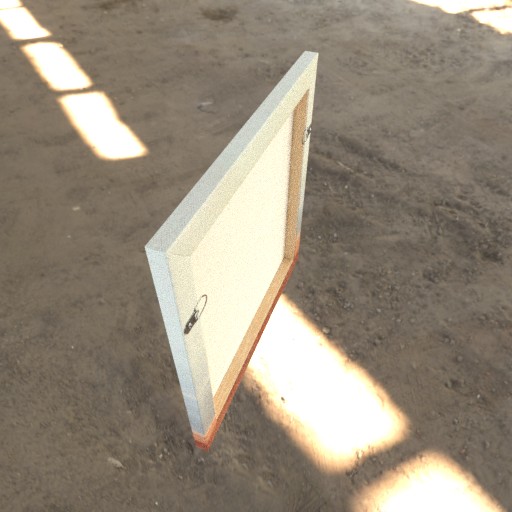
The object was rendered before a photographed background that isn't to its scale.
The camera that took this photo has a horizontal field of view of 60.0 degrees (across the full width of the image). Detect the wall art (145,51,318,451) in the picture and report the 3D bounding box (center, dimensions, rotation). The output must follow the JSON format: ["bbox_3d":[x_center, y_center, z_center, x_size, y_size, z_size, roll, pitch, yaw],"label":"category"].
[{"bbox_3d":[0.000,0.000,0.615,0.023,0.405,0.405,16,49,15],"label":"wall art"}]
